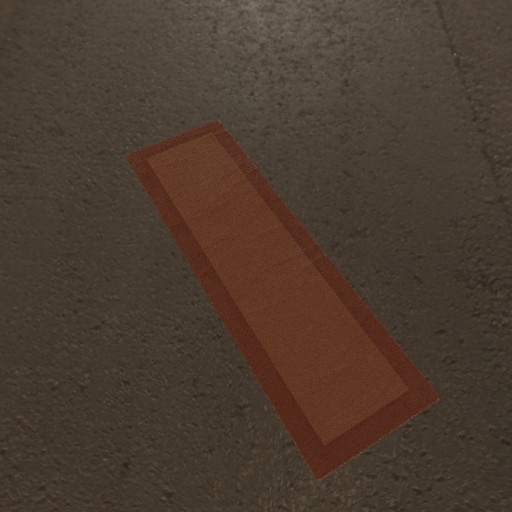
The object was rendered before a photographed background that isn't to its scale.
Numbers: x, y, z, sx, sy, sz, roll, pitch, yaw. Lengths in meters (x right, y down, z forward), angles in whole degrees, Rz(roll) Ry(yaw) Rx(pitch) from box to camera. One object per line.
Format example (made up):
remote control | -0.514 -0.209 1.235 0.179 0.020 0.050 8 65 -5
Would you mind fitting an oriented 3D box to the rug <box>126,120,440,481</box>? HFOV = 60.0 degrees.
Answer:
rug | 0.000 0.000 2.710 0.914 0.013 2.471 -30 62 -18
